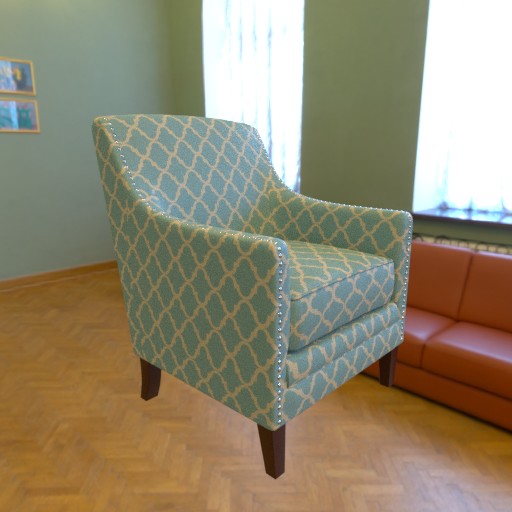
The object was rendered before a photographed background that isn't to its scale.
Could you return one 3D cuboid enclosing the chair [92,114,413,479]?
[{"bbox_3d":[0.000,0.000,1.304,0.686,0.817,0.617,12,18,42],"label":"chair"}]
